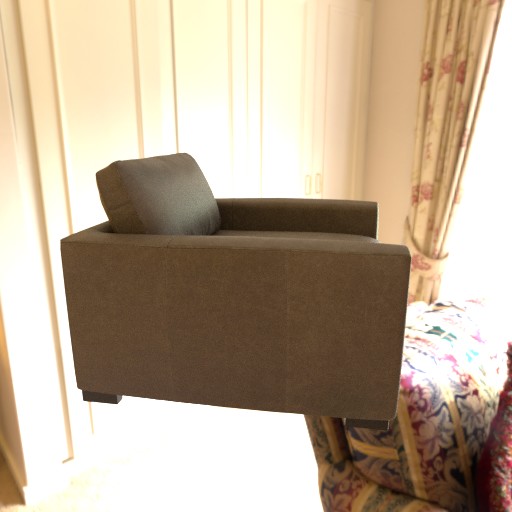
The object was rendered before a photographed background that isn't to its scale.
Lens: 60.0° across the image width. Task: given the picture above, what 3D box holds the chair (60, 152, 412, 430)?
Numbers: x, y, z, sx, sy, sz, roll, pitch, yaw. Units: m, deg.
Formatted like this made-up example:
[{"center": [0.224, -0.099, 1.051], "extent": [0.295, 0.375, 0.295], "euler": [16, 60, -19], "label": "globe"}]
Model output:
[{"center": [0.000, 0.000, 1.816], "extent": [1.080, 0.807, 1.106], "euler": [2, 15, 9], "label": "chair"}]
